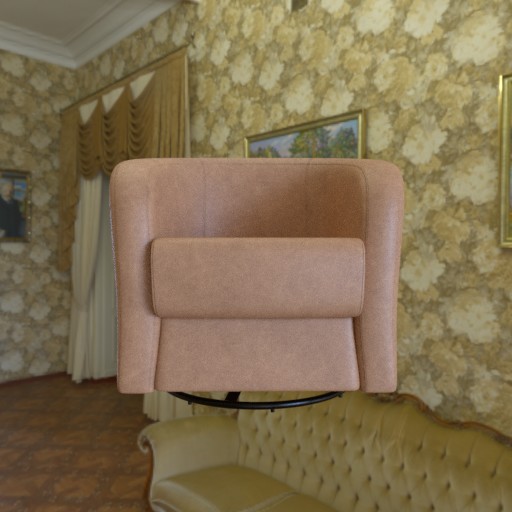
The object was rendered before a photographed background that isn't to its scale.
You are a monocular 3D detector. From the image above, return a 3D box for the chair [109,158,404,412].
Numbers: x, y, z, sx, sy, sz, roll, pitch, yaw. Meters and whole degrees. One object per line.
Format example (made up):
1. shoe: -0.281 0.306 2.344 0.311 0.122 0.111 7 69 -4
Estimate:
1. chair: 0.000 0.000 1.426 0.791 0.771 0.815 0 0 -1
